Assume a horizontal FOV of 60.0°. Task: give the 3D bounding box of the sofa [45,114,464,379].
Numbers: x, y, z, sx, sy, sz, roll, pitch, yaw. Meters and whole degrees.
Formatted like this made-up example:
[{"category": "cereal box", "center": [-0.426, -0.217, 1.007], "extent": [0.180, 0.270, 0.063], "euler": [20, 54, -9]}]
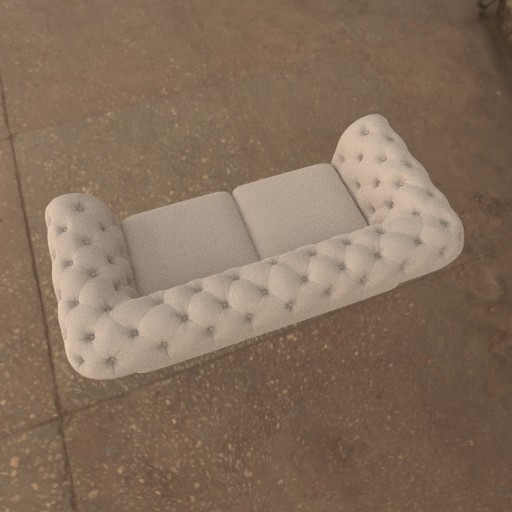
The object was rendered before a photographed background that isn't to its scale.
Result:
[{"category": "sofa", "center": [0.000, 0.000, 2.451], "extent": [1.998, 0.764, 0.986], "euler": [-17, 61, -10]}]
